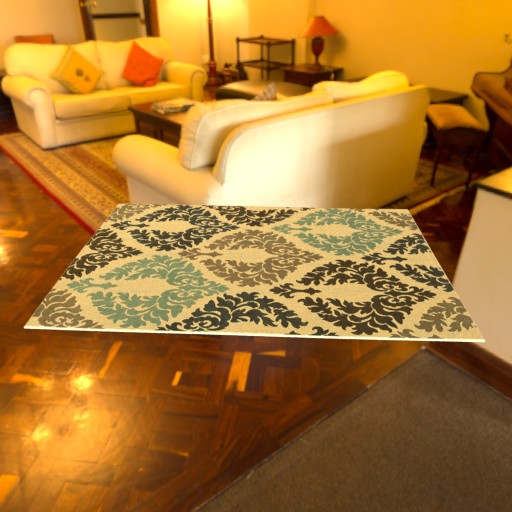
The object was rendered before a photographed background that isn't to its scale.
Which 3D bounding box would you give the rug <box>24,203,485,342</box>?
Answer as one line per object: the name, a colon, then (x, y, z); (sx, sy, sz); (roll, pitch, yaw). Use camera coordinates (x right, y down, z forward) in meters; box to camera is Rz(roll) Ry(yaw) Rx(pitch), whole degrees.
rug: (0.000, 0.000, 2.821); (2.275, 0.014, 1.514); (1, 31, 2)
